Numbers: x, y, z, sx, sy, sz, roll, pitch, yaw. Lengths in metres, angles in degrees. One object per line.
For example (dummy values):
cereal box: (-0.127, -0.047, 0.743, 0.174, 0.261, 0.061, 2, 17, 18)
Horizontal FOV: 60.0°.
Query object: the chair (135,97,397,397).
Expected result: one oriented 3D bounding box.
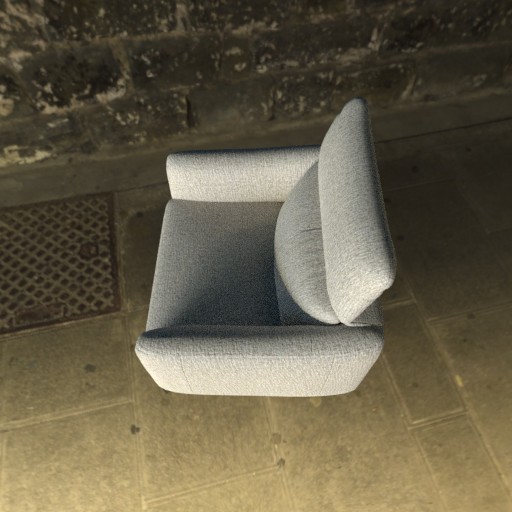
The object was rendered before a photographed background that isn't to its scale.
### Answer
chair: (0.000, 0.000, 1.753, 0.835, 0.967, 0.972, 1, 58, 0)
